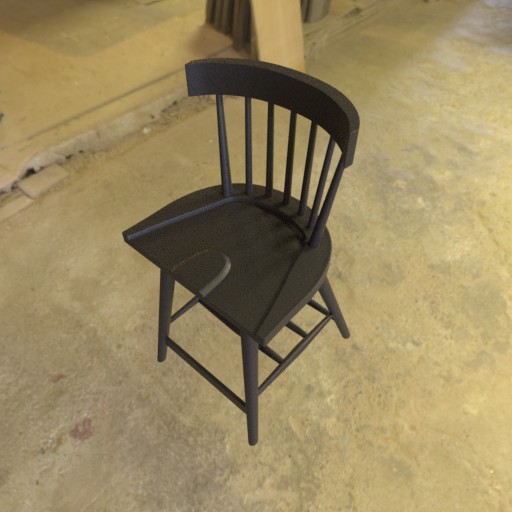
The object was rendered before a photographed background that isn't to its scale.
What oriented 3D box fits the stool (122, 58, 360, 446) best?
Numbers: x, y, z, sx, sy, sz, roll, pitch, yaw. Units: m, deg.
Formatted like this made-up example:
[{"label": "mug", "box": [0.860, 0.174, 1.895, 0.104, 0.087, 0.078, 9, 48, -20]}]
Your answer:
[{"label": "stool", "box": [0.000, 0.000, 1.258, 0.494, 0.953, 0.549, 33, 55, 27]}]
